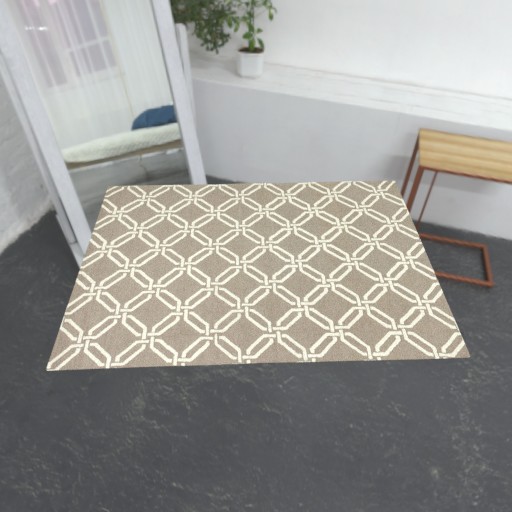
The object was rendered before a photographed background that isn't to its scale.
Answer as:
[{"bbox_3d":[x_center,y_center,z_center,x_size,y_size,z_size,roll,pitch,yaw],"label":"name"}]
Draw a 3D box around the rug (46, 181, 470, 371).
[{"bbox_3d":[0.000,0.000,4.411,3.419,0.020,2.441,-1,45,-1],"label":"rug"}]
